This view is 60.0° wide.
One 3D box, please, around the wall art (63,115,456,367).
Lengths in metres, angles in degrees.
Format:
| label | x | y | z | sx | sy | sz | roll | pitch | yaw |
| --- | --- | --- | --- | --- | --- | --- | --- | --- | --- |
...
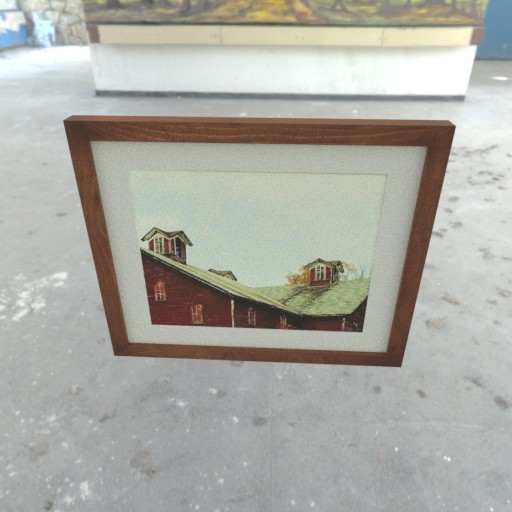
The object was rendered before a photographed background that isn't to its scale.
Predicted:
| label | x | y | z | sx | sy | sz | roll | pitch | yaw |
| --- | --- | --- | --- | --- | --- | --- | --- | --- | --- |
| wall art | 0.000 | 0.000 | 0.759 | 0.558 | 0.457 | 0.033 | 2 | 31 | 3 |
